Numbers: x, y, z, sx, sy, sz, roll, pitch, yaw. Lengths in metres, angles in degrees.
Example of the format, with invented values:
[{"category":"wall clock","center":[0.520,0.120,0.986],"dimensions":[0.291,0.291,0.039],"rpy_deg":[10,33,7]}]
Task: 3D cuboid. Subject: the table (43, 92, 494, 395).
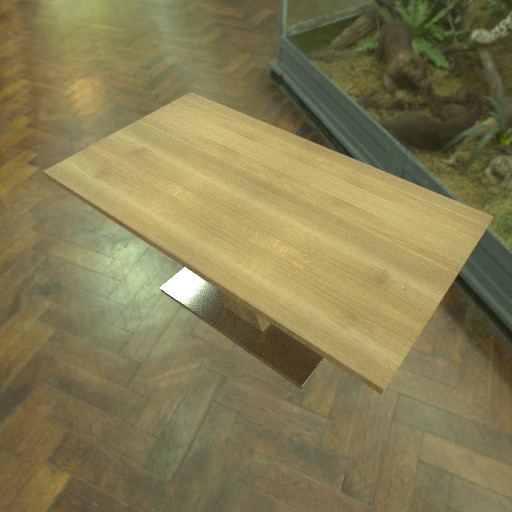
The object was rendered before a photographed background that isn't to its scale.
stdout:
[{"category":"table","center":[0.000,0.000,2.062],"dimensions":[1.600,0.750,0.900],"rpy_deg":[30,54,25]}]
